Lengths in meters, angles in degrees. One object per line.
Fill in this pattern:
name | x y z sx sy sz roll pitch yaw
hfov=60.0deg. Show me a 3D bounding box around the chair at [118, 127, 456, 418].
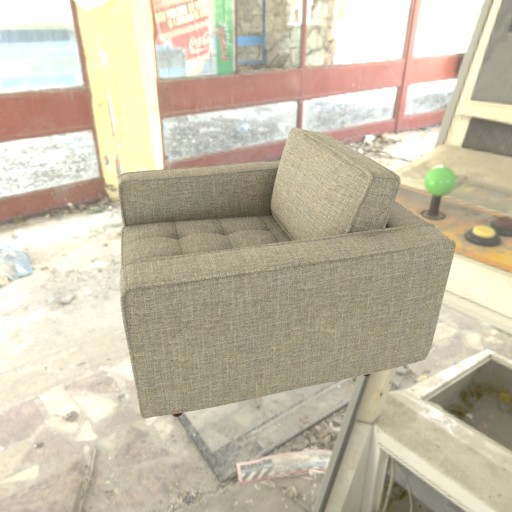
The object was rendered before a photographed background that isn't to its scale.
chair | 0.000 0.000 1.558 0.914 0.765 0.889 -8 29 -14
